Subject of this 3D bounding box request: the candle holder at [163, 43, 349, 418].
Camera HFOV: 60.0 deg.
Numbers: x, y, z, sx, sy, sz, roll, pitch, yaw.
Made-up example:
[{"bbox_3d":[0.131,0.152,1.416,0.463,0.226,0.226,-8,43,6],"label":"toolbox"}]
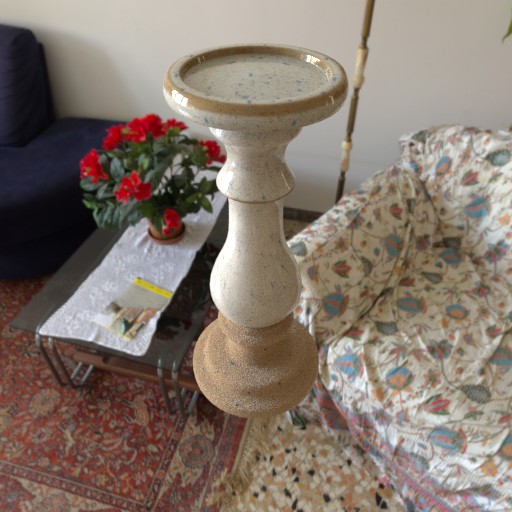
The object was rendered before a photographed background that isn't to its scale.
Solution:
[{"bbox_3d":[0.000,0.000,0.247,0.088,0.203,0.088,0,42,0],"label":"candle holder"}]
